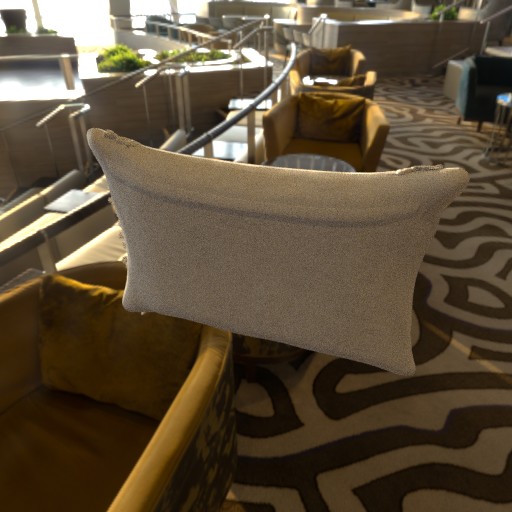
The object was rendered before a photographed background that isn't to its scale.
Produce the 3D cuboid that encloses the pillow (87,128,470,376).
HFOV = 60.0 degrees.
[{"bbox_3d":[0.000,0.000,0.595,0.466,0.305,0.084,10,33,15],"label":"pillow"}]
